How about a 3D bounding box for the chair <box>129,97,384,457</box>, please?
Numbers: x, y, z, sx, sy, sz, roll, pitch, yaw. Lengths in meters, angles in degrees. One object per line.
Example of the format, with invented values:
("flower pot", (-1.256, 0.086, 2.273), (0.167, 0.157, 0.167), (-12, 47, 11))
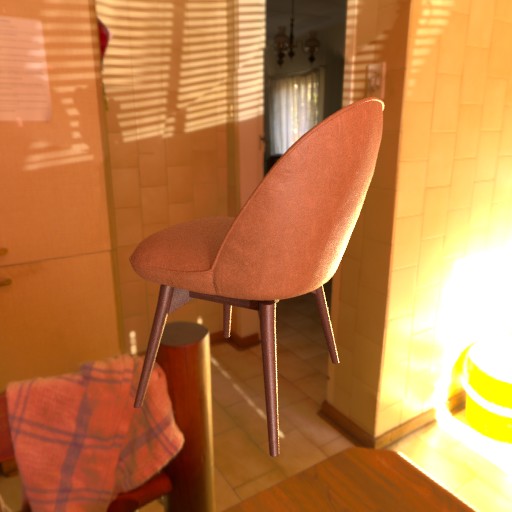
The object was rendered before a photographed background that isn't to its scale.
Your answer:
("chair", (0.000, 0.000, 1.258), (0.631, 0.831, 0.521), (8, 18, 26))
